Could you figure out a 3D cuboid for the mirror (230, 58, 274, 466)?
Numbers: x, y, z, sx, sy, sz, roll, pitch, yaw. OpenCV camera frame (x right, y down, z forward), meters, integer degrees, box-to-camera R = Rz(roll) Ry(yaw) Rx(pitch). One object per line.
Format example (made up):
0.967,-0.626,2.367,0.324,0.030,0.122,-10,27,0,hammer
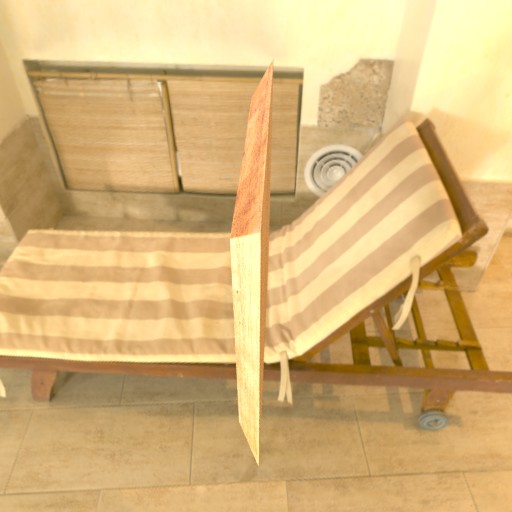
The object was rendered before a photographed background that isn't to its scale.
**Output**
0.000,0.000,0.999,0.047,0.651,0.651,2,41,2,mirror
